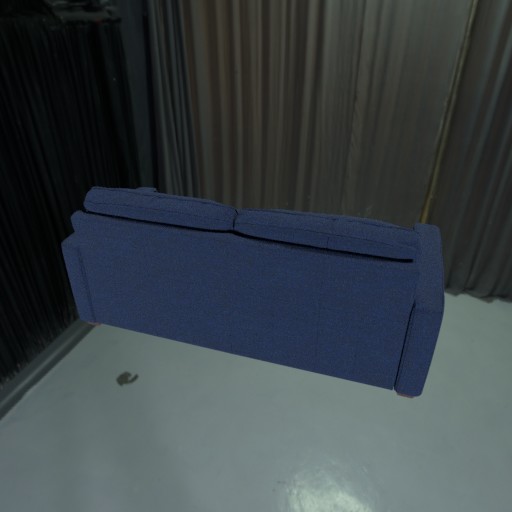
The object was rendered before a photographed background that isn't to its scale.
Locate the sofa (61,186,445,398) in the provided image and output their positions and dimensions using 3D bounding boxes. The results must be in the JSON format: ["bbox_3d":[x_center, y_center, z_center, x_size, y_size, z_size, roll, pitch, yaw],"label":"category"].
[{"bbox_3d":[0.000,0.000,2.674,2.080,0.919,0.940,9,32,15],"label":"sofa"}]
